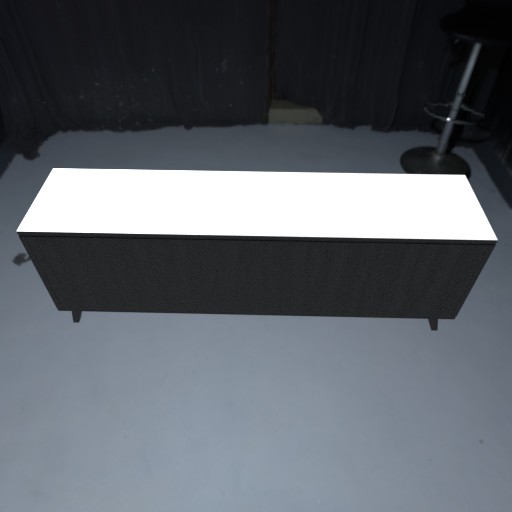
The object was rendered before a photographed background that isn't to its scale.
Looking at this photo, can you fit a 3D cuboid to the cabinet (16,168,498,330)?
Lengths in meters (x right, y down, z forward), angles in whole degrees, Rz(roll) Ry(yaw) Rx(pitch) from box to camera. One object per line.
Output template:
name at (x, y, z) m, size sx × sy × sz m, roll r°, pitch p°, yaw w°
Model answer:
cabinet at (0.000, 0.000, 2.471) m, size 2.198 × 0.779 × 0.499 m, roll 1°, pitch 46°, yaw 1°
